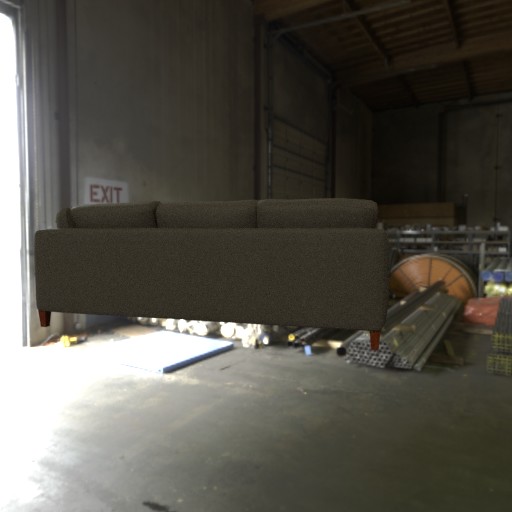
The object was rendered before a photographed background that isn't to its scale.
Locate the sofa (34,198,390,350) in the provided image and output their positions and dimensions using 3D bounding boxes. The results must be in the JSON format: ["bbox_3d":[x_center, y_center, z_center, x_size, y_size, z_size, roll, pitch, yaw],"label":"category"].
[{"bbox_3d":[0.000,0.000,4.551,2.593,0.947,3.302,1,3,16],"label":"sofa"}]
